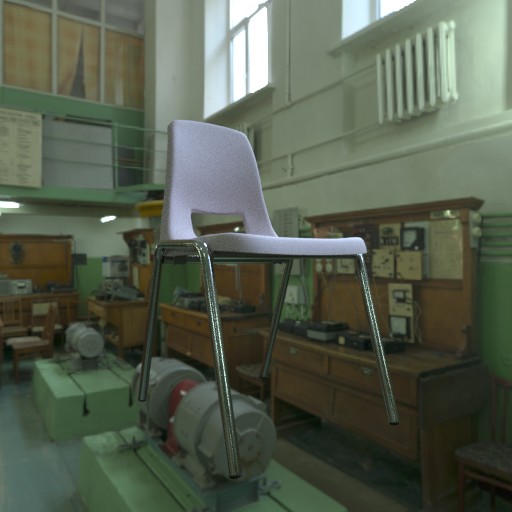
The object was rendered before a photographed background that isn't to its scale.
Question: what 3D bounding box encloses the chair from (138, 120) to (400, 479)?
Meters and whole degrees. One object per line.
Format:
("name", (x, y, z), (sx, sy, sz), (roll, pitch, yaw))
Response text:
("chair", (0.000, 0.000, 0.923), (0.381, 0.653, 0.436), (0, 0, -35))
